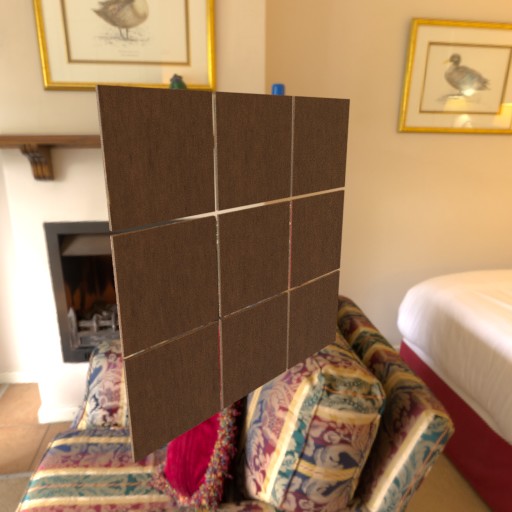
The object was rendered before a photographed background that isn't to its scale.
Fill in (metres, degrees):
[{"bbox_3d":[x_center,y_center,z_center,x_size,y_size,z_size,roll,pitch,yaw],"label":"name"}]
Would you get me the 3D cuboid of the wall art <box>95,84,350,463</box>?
[{"bbox_3d":[0.000,0.000,1.763,0.013,1.213,1.215,16,23,41],"label":"wall art"}]
